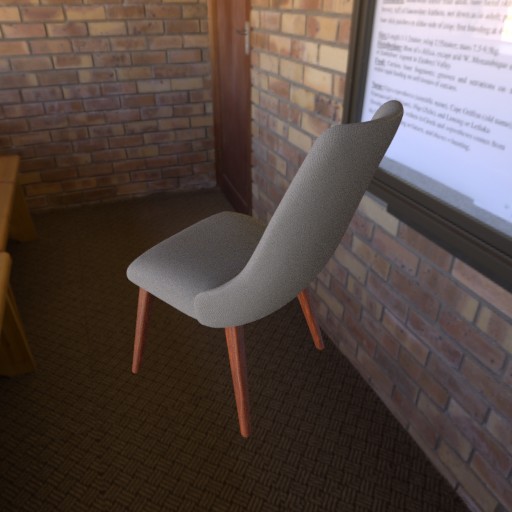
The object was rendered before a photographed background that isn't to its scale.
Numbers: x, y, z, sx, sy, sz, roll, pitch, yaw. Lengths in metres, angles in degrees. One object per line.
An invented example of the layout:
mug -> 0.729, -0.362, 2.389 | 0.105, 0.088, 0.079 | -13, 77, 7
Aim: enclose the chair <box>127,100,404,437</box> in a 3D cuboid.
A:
chair -> 0.000, 0.000, 1.320 | 0.707, 0.918, 0.535 | 21, 36, 31
